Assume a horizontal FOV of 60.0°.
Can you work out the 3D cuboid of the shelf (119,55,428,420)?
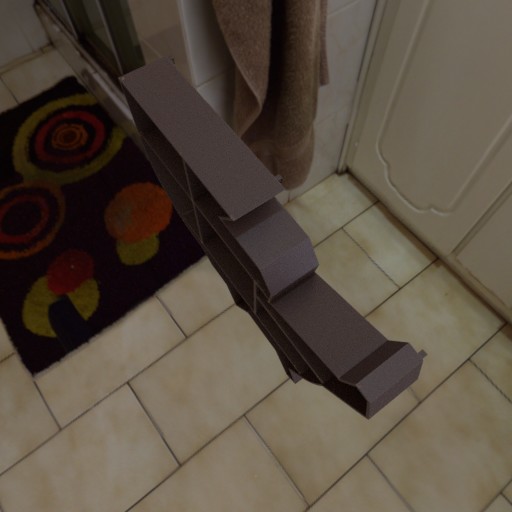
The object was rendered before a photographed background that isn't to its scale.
[{"bbox_3d":[0.000,0.000,0.908,0.112,0.439,0.729,-33,68,-15],"label":"shelf"}]
